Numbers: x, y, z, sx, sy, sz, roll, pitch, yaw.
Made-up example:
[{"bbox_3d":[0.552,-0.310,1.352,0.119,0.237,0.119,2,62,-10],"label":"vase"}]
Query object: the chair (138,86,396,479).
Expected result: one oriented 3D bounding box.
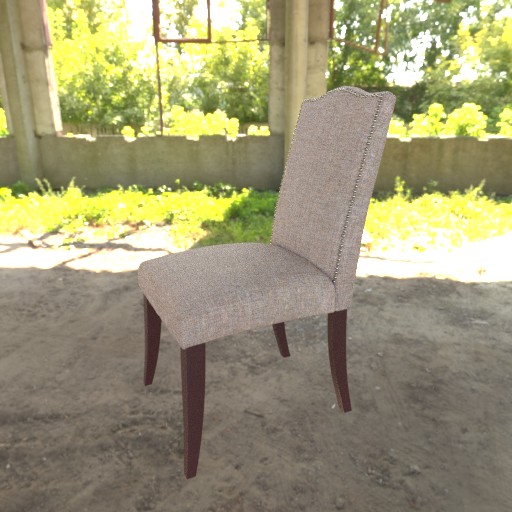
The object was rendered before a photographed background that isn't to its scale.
[{"bbox_3d":[0.000,0.000,1.388,0.660,1.016,0.513,-8,18,-25],"label":"chair"}]
